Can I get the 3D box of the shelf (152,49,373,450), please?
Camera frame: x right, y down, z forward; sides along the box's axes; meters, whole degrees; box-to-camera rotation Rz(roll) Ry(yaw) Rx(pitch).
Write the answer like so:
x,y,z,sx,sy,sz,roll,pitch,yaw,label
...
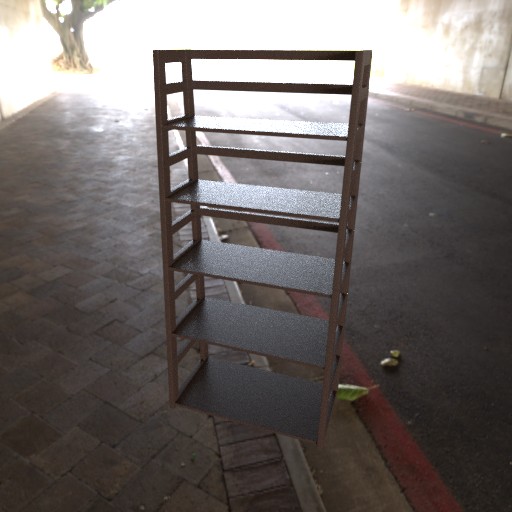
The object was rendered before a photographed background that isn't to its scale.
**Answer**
x,y,z,sx,sy,sz,roll,pitch,yaw,label
0.000,0.000,1.896,0.763,1.600,0.403,9,27,18,shelf
